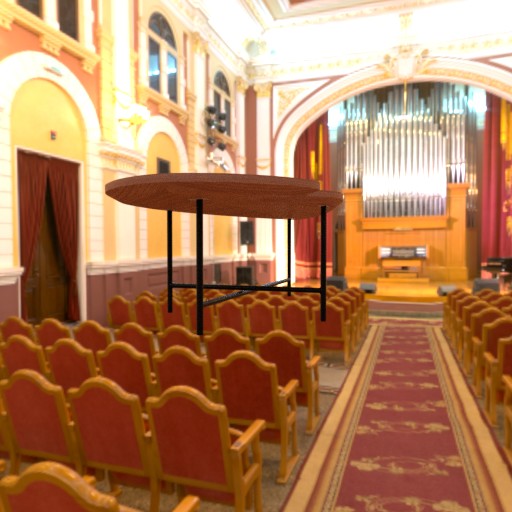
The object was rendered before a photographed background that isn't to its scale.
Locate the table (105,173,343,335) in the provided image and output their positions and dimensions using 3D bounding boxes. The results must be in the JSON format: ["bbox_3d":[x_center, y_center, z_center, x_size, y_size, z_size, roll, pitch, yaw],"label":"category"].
[{"bbox_3d":[0.000,0.000,1.459,0.598,0.360,1.199,1,2,19],"label":"table"}]
